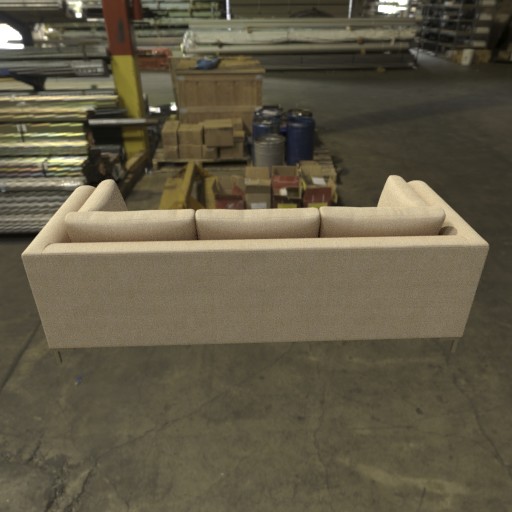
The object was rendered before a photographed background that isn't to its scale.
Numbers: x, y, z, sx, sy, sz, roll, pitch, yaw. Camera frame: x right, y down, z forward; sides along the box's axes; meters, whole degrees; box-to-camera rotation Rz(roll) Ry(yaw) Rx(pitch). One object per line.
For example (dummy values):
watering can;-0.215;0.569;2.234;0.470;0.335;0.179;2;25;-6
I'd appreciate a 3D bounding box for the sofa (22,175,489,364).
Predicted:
sofa;0.000;0.000;2.844;2.415;0.867;0.969;-1;30;-2
